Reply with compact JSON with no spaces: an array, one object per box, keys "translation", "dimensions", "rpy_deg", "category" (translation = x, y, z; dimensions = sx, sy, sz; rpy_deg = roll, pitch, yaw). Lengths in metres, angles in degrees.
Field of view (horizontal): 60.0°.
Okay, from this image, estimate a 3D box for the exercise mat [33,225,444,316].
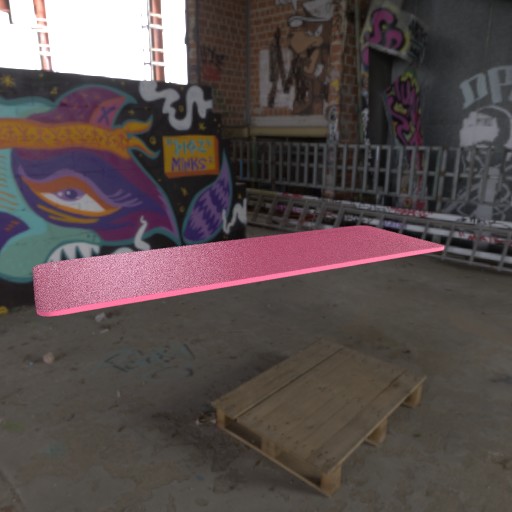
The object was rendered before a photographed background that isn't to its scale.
[{"translation":[0.000,0.000,2.082],"dimensions":[1.884,0.021,0.616],"rpy_deg":[-8,17,-27],"category":"exercise mat"}]
